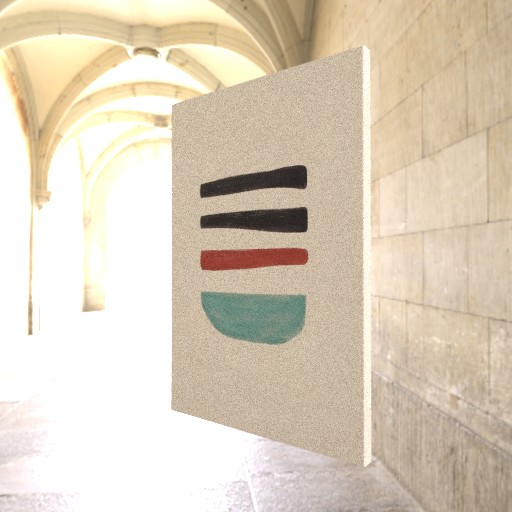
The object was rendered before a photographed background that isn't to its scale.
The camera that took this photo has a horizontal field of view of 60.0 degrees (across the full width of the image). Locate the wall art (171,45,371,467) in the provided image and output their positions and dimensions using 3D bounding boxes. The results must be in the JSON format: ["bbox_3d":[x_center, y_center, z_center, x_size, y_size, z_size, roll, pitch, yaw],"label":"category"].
[{"bbox_3d":[0.000,0.000,1.151,0.607,0.912,0.038,-1,-1,37],"label":"wall art"}]
